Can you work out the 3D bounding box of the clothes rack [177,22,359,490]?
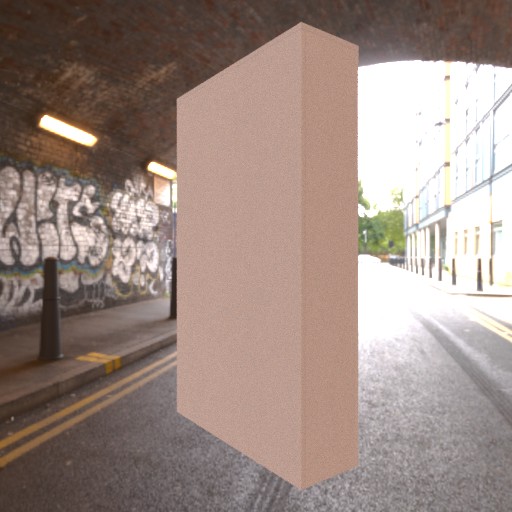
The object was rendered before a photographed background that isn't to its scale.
[{"bbox_3d":[0.000,0.000,1.587,0.250,1.280,0.750,0,0,-37],"label":"clothes rack"}]
